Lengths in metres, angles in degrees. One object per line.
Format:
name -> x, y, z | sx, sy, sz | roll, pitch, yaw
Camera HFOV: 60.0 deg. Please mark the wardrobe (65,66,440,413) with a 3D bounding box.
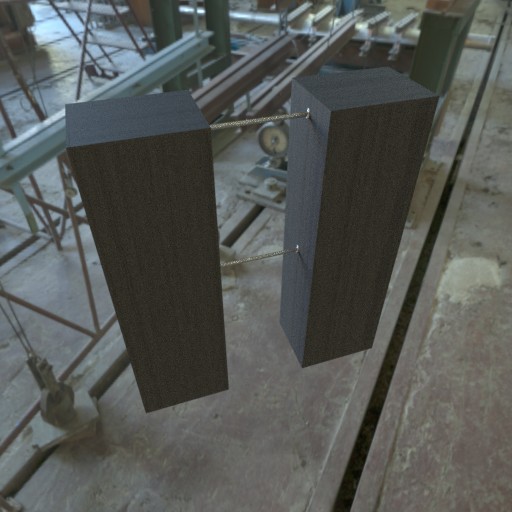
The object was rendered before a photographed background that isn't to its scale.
wardrobe -> 0.000, 0.000, 2.813 | 1.770, 2.000, 0.480 | -12, 42, -14
